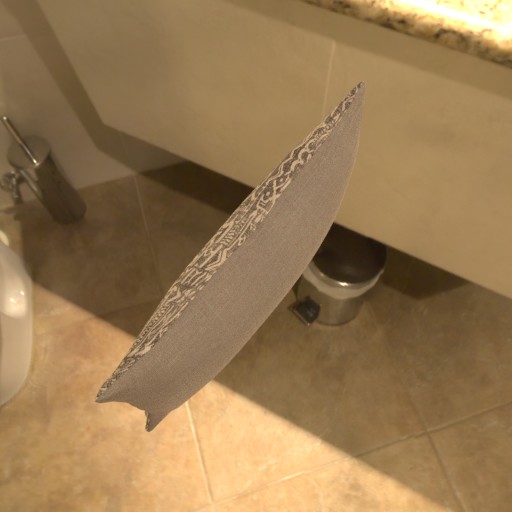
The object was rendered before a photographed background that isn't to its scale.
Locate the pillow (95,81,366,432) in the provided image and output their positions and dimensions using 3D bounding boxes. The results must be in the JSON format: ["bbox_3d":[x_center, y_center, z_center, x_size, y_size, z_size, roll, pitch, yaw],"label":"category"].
[{"bbox_3d":[0.000,0.000,0.730,0.148,0.290,0.631,33,68,15],"label":"pillow"}]
